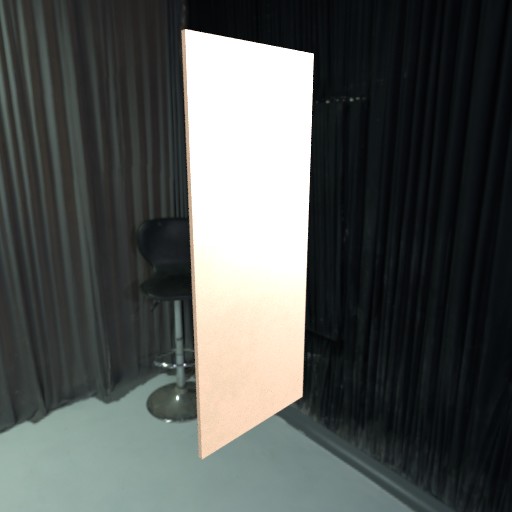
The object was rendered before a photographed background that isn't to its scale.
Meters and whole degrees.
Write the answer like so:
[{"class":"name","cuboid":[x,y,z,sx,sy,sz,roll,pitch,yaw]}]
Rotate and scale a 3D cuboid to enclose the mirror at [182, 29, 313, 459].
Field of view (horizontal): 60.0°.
[{"class":"mirror","cuboid":[0.000,0.000,2.315,0.812,2.031,0.026,-15,21,-43]}]
